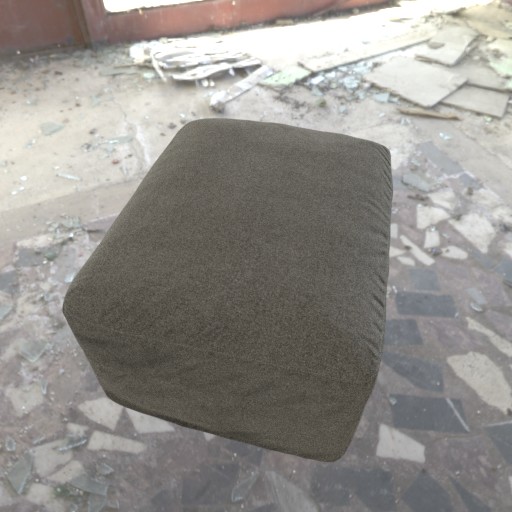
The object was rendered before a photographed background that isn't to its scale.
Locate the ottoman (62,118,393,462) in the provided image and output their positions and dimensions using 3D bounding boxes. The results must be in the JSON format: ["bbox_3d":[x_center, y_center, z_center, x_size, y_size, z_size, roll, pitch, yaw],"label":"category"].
[{"bbox_3d":[0.000,0.000,1.226,0.683,0.481,0.837,10,48,9],"label":"ottoman"}]
